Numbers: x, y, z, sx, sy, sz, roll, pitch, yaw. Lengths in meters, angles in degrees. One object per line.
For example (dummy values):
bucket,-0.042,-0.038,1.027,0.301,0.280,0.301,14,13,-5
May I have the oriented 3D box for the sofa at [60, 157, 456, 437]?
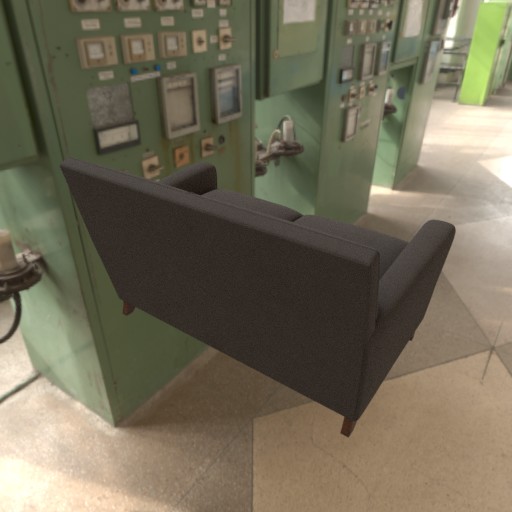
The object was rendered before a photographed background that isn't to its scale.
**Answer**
sofa,0.000,0.000,1.961,1.420,0.846,0.871,20,35,31
